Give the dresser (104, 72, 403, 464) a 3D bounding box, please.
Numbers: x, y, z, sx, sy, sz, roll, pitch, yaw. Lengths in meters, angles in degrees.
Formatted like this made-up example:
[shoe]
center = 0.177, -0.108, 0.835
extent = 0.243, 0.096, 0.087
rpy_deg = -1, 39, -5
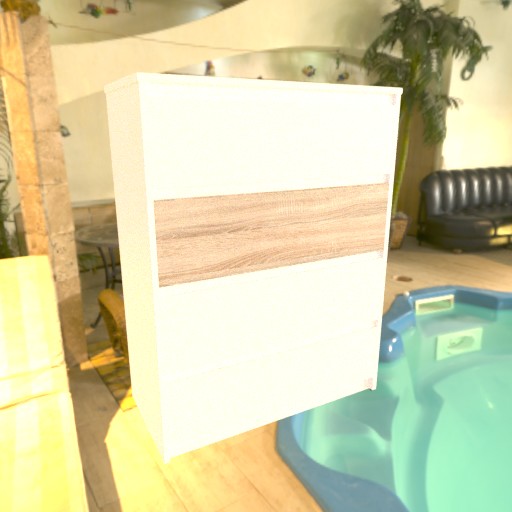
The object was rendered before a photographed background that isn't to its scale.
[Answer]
[dresser]
center = 0.000, 0.000, 1.454
extent = 0.800, 1.040, 0.380
rpy_deg = -9, 18, -27
